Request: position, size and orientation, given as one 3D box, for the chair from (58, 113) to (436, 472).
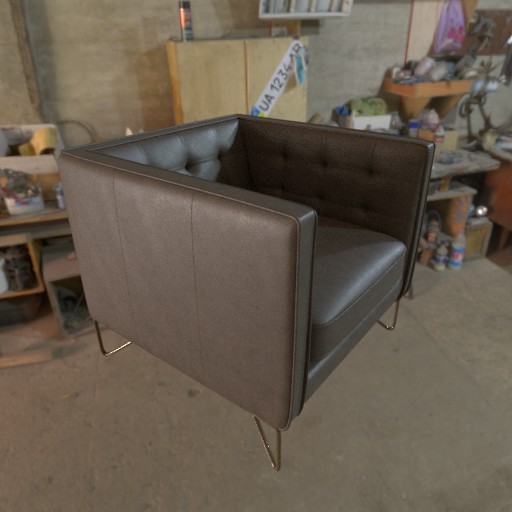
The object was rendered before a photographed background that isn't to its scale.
[{"bbox_3d":[0.000,0.000,1.571,0.894,0.790,0.880,19,33,33],"label":"chair"}]
